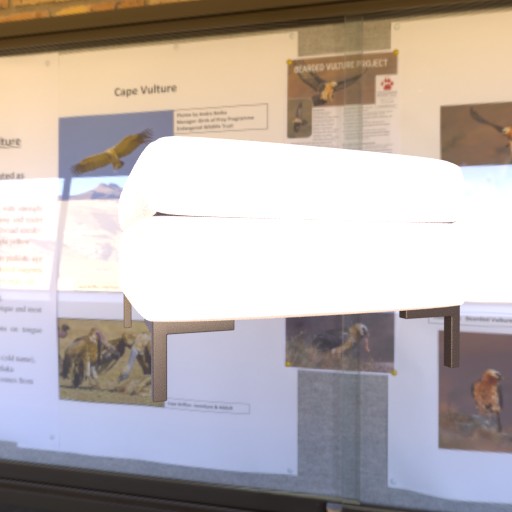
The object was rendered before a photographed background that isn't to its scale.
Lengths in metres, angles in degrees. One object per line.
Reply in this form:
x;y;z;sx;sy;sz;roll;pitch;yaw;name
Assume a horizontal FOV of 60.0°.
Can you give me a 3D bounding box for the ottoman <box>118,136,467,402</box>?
0.000;0.000;1.150;0.657;0.453;0.794;0;1;-20;ottoman
